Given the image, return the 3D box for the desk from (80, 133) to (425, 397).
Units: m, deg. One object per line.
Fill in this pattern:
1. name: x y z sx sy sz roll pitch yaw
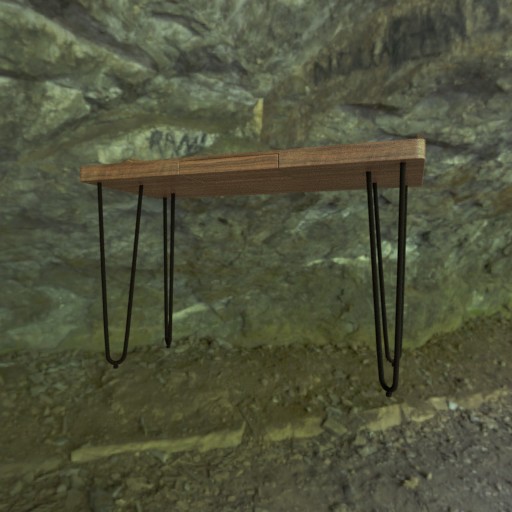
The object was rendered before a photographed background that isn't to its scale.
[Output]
1. desk: 0.000 0.000 1.699 1.200 0.854 0.565 0 0 20
